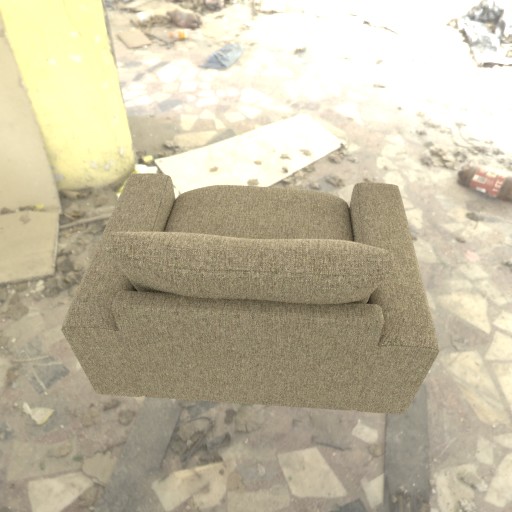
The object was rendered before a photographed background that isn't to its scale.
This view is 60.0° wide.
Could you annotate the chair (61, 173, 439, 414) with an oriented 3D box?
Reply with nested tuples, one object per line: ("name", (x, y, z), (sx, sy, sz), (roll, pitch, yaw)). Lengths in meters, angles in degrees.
("chair", (0.000, 0.000, 2.044), (1.398, 0.915, 1.039), (3, 46, 3))
